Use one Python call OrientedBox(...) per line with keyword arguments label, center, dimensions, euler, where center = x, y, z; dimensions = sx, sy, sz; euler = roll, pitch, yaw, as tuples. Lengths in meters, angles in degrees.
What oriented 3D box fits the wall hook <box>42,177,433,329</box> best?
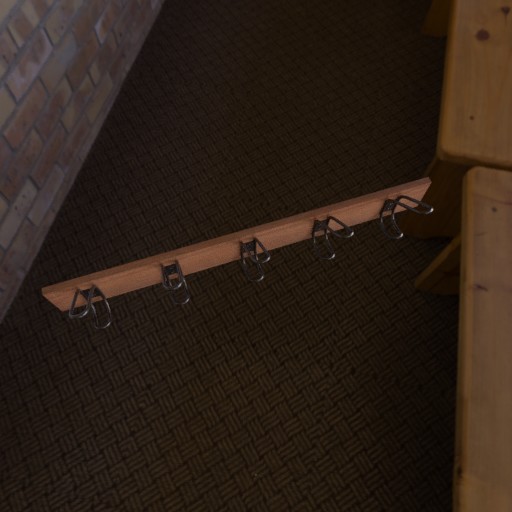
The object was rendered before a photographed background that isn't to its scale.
OrientedBox(label="wall hook", center=(0.000, 0.000, 0.600), dimensions=(0.554, 0.116, 0.076), euler=(-17, 65, -8))
